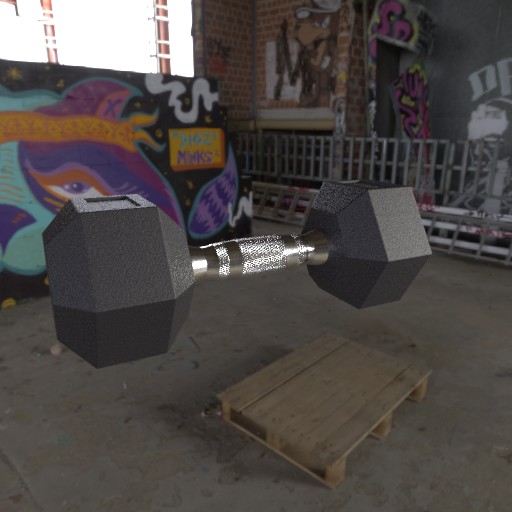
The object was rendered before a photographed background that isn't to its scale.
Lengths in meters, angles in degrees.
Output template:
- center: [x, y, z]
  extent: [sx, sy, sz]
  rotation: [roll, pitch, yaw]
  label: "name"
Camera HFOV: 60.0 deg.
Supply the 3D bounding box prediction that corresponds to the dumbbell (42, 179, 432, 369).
- center: [0.000, 0.000, 0.348]
  extent: [0.297, 0.101, 0.116]
  rotation: [-8, 18, -26]
  label: "dumbbell"
